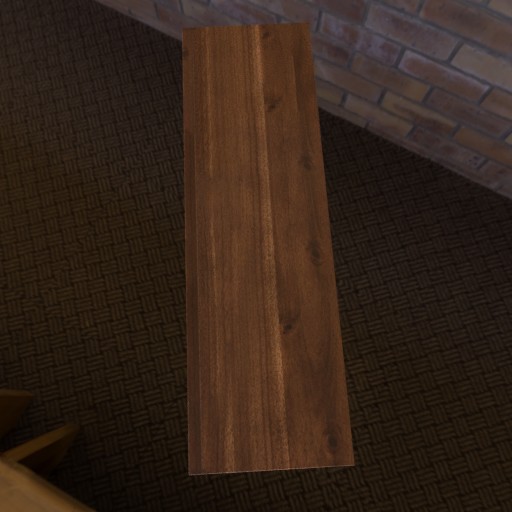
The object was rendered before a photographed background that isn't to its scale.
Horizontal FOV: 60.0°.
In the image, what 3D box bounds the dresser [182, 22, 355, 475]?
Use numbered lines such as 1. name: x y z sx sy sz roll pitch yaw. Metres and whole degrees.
1. dresser: 0.000 0.000 1.758 0.438 0.892 1.387 -3 75 -1
